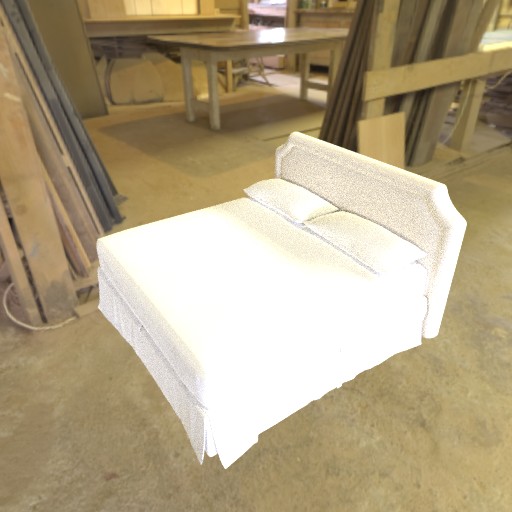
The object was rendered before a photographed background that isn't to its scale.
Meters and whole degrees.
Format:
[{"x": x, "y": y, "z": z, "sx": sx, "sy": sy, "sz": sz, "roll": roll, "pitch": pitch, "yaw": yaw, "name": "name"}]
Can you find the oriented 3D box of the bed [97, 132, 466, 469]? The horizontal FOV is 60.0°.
[{"x": 0.000, "y": 0.000, "z": 3.589, "sx": 2.204, "sy": 1.301, "sz": 2.160, "roll": -20, "pitch": 36, "yaw": -29, "name": "bed"}]
